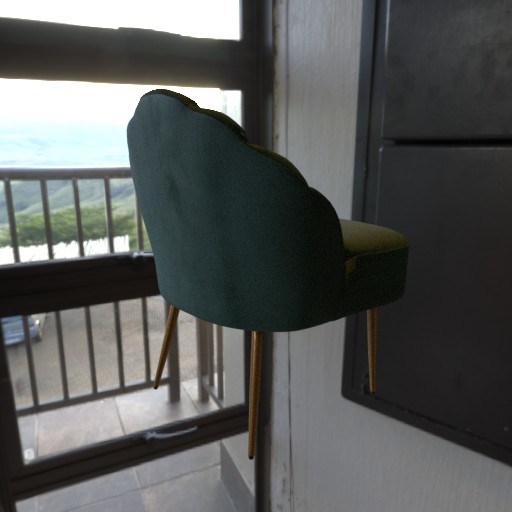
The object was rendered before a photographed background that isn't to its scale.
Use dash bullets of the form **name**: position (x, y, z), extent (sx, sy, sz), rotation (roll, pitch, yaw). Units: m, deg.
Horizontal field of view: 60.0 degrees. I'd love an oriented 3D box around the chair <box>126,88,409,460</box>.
- **chair**: position (0.000, 0.000, 1.215), extent (0.599, 0.819, 0.657), rotation (-13, 19, -42)
